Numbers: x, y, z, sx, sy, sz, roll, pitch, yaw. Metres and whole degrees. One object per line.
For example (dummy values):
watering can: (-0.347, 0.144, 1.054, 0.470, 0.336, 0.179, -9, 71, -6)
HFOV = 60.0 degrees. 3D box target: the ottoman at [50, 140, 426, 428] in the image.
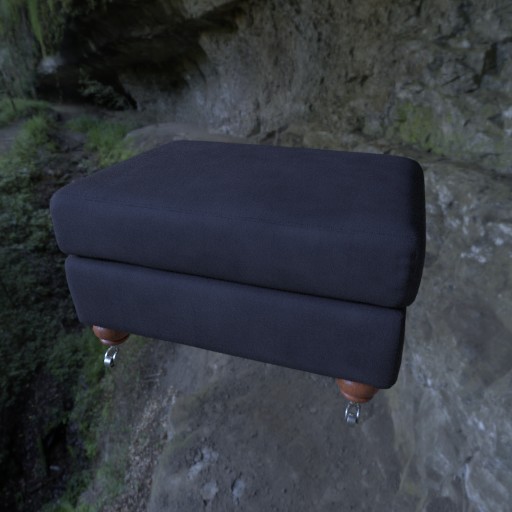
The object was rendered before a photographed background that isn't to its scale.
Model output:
ottoman: (0.000, 0.000, 1.138, 0.773, 0.497, 0.574, 8, 28, 16)
